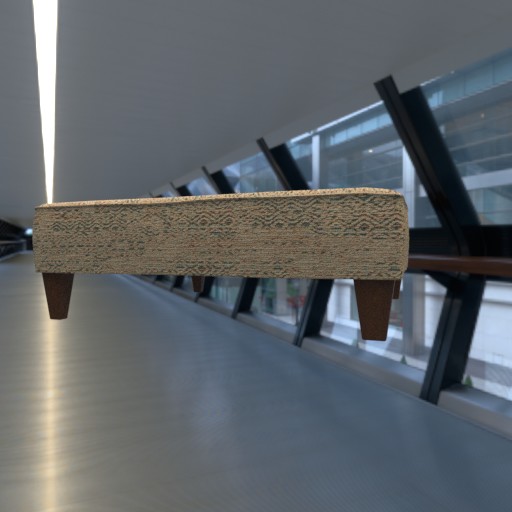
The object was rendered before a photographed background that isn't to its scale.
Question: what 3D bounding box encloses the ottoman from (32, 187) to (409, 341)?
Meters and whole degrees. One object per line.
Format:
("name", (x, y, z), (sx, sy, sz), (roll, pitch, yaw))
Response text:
("ottoman", (0.000, 0.000, 1.535), (1.004, 0.356, 0.968), (0, 1, 20))
